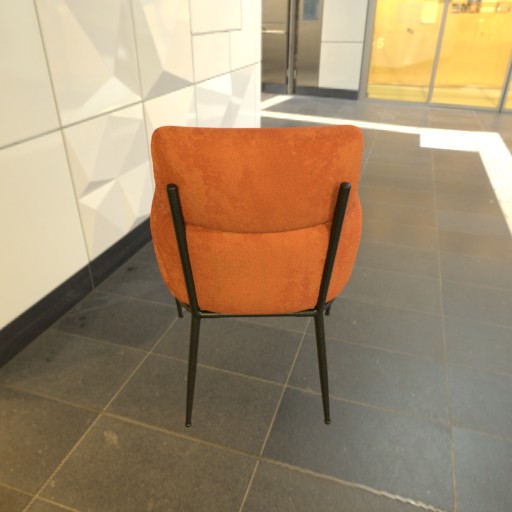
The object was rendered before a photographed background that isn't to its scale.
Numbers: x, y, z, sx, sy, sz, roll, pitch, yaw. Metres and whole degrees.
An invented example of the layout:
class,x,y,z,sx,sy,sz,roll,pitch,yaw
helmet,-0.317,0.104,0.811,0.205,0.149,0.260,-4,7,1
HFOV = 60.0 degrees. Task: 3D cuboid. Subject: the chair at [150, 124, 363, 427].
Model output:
class,x,y,z,sx,sy,sz,roll,pitch,yaw
chair,0.000,0.000,1.171,0.561,0.772,0.523,-1,29,-1
